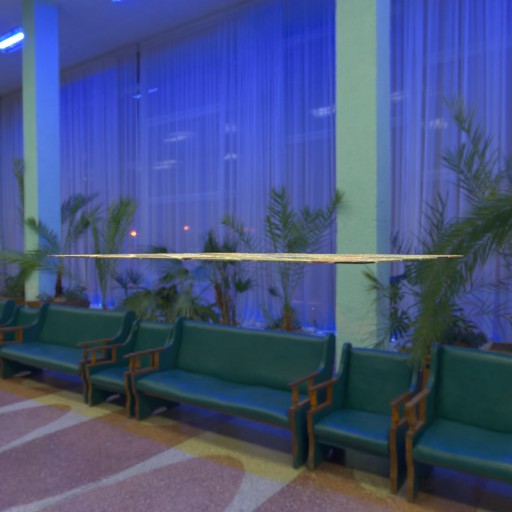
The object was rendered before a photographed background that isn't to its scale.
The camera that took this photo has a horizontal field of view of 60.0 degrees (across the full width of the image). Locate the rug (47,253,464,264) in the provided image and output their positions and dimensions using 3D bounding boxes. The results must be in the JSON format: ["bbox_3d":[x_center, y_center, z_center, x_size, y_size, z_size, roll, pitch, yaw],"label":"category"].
[{"bbox_3d":[0.000,0.000,4.252,3.200,0.013,2.439,1,1,37],"label":"rug"}]
